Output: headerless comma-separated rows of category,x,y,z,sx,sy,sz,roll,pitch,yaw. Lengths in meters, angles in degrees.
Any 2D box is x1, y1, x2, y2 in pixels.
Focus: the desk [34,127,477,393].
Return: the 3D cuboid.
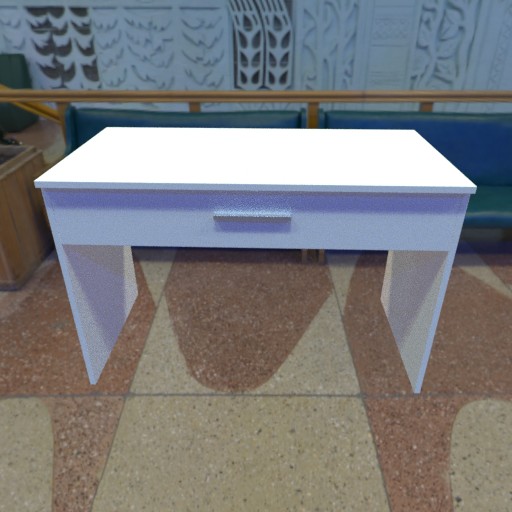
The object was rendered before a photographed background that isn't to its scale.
desk,0.000,0.000,1.522,1.100,0.730,0.560,1,30,2
